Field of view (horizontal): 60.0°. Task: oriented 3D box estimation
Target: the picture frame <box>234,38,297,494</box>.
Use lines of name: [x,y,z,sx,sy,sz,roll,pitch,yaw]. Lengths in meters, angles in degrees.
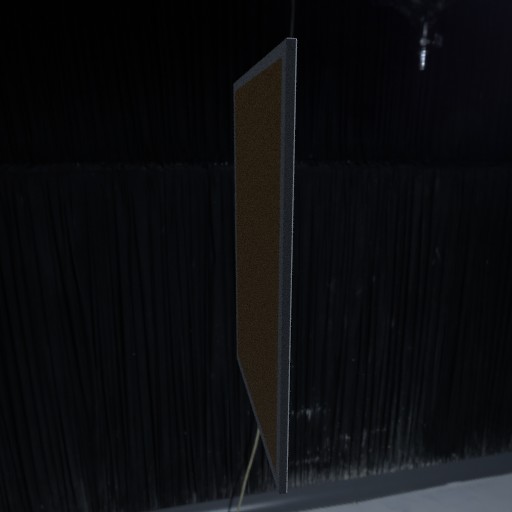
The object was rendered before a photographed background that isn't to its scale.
picture frame: [0.000,0.000,0.831,0.013,0.657,0.457,-3,15,-10]
